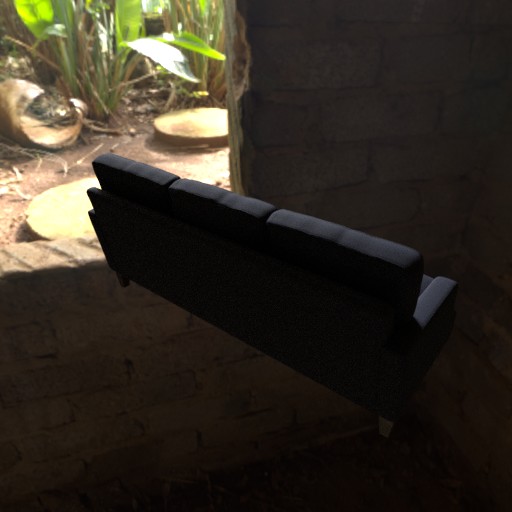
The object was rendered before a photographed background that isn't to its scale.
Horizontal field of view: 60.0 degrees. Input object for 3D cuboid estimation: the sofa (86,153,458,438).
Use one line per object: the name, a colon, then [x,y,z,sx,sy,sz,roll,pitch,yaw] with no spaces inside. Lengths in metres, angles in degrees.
sofa: [0.000,0.000,2.589,2.115,0.984,0.888,22,37,33]
